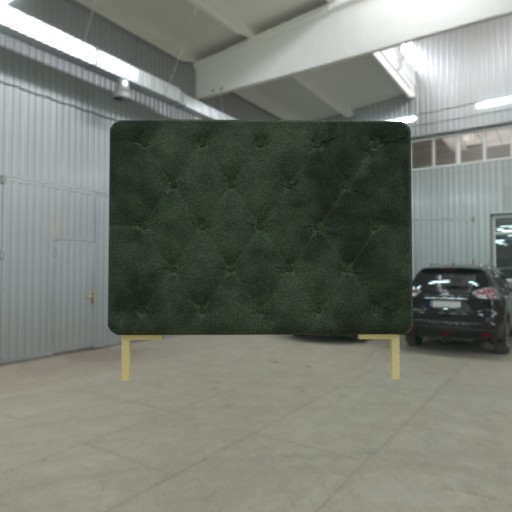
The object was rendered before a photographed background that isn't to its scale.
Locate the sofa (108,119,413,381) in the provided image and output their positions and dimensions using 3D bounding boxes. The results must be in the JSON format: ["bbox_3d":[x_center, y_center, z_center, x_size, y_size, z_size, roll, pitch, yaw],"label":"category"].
[{"bbox_3d":[0.000,0.000,2.017,0.895,0.768,1.537,0,-2,-1],"label":"sofa"}]
